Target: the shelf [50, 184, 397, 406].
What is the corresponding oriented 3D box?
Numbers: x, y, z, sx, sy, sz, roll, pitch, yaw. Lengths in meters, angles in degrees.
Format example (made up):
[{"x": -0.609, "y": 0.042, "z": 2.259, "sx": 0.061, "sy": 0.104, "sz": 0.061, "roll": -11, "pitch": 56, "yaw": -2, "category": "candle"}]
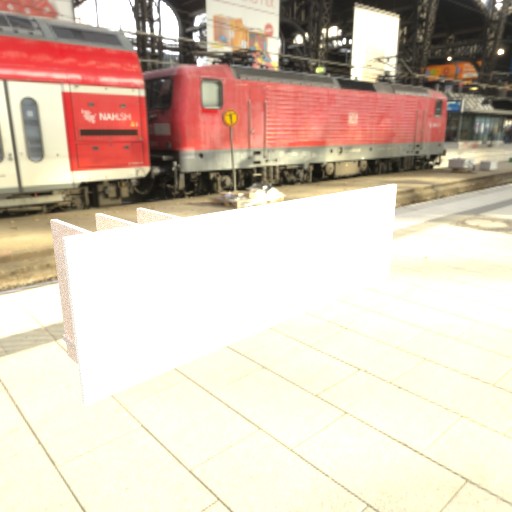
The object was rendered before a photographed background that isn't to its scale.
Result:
[{"x": 0.000, "y": 0.000, "z": 1.140, "sx": 1.020, "sy": 0.300, "sz": 0.200, "roll": -15, "pitch": 22, "yaw": -42, "category": "shelf"}]
